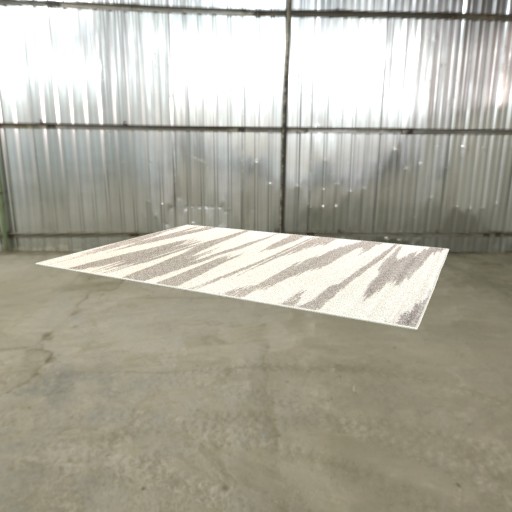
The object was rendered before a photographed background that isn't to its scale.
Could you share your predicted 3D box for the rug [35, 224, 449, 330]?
[{"bbox_3d":[0.000,0.000,2.793,2.142,0.010,1.533,7,15,26],"label":"rug"}]
